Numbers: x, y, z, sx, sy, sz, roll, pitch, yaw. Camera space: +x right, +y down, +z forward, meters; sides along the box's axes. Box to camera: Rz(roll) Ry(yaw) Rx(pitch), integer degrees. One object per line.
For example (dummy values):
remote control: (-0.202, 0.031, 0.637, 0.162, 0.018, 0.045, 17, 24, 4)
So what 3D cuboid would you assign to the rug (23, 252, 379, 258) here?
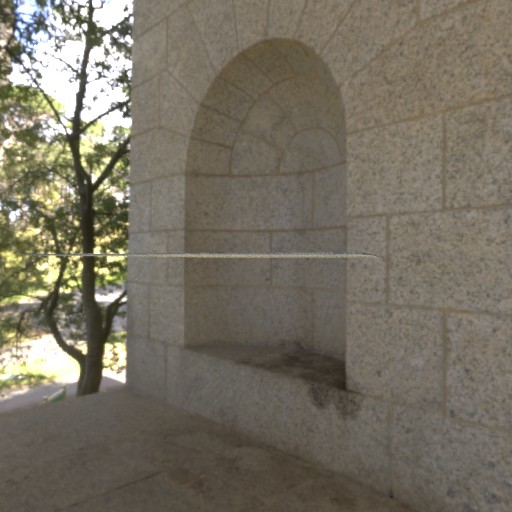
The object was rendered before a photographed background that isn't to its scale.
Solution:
rug: (0.000, 0.000, 2.177, 1.135, 0.010, 1.740, 0, -1, 17)
